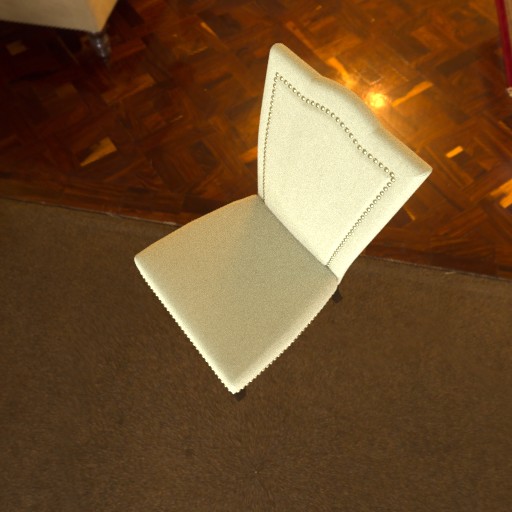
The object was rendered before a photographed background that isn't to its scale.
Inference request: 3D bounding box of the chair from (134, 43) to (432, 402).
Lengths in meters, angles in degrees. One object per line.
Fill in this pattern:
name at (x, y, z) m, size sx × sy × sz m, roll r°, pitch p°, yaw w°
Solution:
chair at (0.000, 0.000, 1.321) m, size 0.589 × 0.946 × 0.518 m, roll -36°, pitch 69°, yaw -16°
